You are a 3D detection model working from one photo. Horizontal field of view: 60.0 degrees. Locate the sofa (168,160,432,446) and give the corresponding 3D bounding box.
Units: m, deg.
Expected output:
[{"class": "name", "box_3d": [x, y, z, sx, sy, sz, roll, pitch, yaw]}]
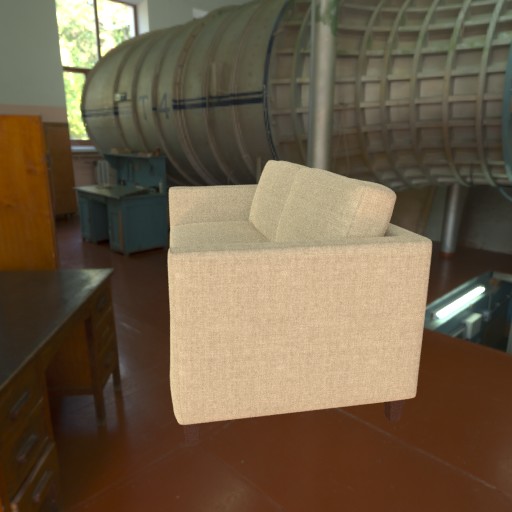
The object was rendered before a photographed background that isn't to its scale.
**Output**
[{"class": "sofa", "box_3d": [0.000, 0.000, 2.417, 0.950, 0.963, 1.884, -3, 16, -10]}]
